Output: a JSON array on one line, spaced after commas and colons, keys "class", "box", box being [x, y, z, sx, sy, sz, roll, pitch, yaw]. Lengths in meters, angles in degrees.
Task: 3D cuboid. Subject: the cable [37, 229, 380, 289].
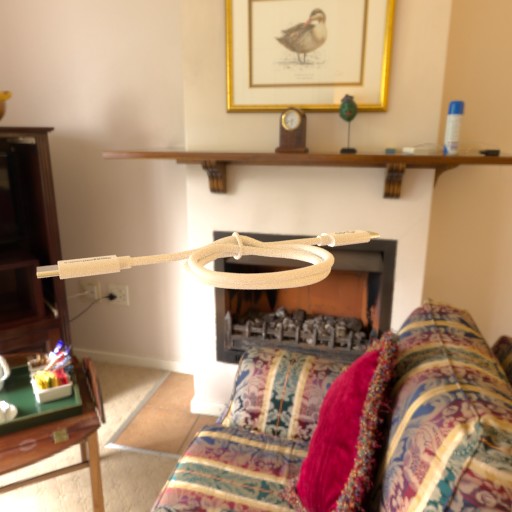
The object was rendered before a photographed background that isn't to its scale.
[{"class": "cable", "box": [0.000, 0.000, 0.208, 0.186, 0.014, 0.070, -7, 16, -25]}]
